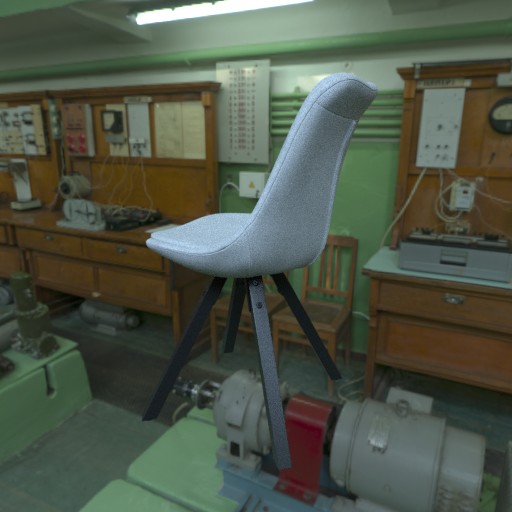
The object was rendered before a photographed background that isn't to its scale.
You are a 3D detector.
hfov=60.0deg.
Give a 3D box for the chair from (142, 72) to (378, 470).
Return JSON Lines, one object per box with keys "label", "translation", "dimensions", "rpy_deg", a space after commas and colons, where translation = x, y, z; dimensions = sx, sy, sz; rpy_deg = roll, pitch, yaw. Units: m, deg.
{"label": "chair", "translation": [0.000, 0.000, 1.166], "dimensions": [0.550, 0.850, 0.485], "rpy_deg": [7, 17, 25]}
